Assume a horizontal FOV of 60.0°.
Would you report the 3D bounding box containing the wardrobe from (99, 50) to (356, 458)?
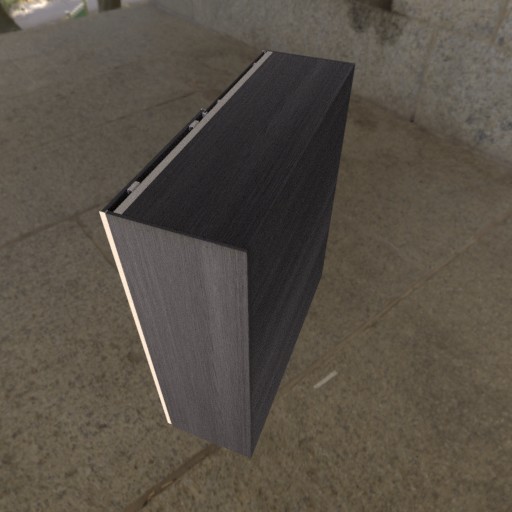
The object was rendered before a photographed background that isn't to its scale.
[{"bbox_3d":[0.000,0.000,2.937,0.629,1.960,1.780,16,48,15],"label":"wardrobe"}]
